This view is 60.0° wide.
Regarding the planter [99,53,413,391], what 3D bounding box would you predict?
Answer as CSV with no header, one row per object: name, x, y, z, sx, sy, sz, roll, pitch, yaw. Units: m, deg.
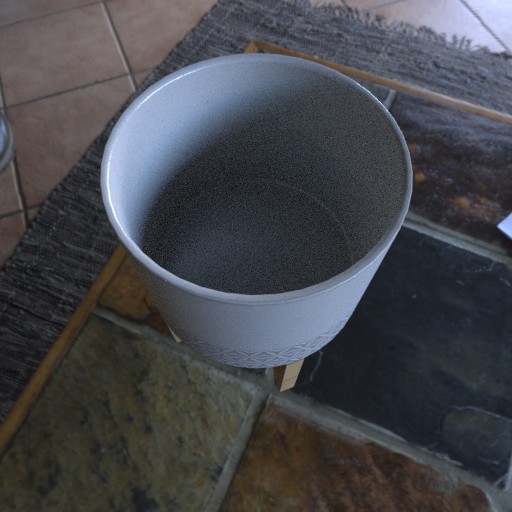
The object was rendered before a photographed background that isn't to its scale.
planter,0.000,0.000,0.507,0.249,0.343,0.249,0,63,0
